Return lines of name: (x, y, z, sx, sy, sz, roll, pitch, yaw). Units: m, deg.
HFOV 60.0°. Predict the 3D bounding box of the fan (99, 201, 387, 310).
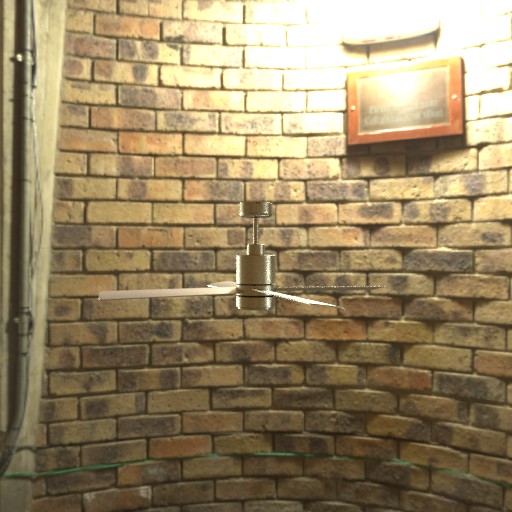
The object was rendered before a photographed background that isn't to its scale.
fan: (0.000, 0.000, 2.282, 1.525, 0.539, 1.525, 0, 0, -20)
